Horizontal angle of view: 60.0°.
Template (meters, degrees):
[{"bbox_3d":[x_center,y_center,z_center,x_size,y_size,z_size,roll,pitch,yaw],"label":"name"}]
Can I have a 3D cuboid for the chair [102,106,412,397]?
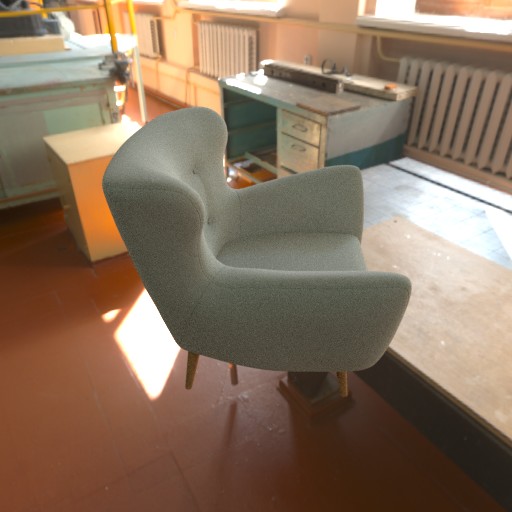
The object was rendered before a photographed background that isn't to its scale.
[{"bbox_3d":[0.000,0.000,1.619,0.889,0.889,0.890,1,32,2],"label":"chair"}]
